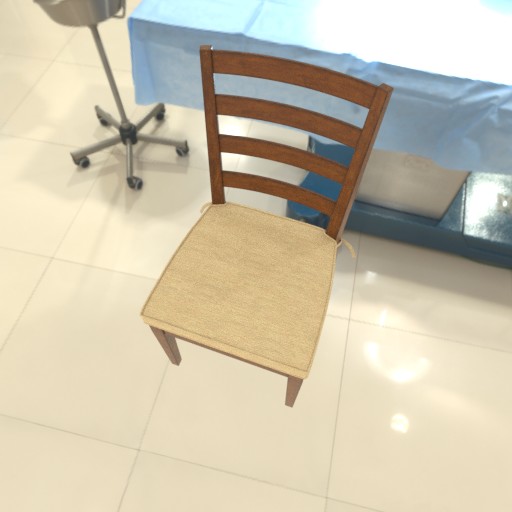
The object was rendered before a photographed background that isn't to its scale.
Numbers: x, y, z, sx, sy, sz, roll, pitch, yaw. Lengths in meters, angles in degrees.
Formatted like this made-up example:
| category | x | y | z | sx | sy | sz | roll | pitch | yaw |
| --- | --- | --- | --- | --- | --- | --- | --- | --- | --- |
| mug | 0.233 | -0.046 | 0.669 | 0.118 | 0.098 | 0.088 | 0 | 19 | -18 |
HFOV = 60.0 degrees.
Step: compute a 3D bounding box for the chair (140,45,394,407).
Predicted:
| category | x | y | z | sx | sy | sz | roll | pitch | yaw |
| --- | --- | --- | --- | --- | --- | --- | --- | --- | --- |
| chair | 0.000 | 0.000 | 1.378 | 0.593 | 0.979 | 0.595 | 17 | 59 | 10 |
